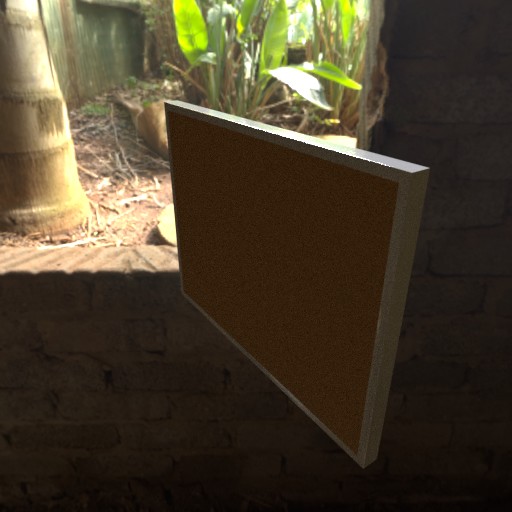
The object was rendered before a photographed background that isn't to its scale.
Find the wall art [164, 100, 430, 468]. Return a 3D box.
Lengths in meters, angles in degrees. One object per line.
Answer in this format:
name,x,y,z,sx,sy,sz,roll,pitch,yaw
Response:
wall art,0.000,0.000,1.361,0.053,0.787,1.041,-18,32,-31
